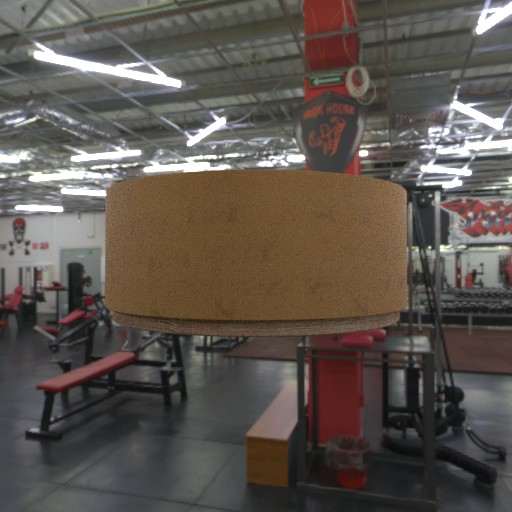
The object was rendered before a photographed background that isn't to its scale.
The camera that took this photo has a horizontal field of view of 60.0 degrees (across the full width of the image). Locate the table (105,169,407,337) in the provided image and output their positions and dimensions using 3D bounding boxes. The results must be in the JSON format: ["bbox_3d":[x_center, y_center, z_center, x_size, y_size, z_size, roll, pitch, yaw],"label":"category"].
[{"bbox_3d":[0.000,0.000,1.553,1.001,0.409,1.001,0,-1,0],"label":"table"}]
